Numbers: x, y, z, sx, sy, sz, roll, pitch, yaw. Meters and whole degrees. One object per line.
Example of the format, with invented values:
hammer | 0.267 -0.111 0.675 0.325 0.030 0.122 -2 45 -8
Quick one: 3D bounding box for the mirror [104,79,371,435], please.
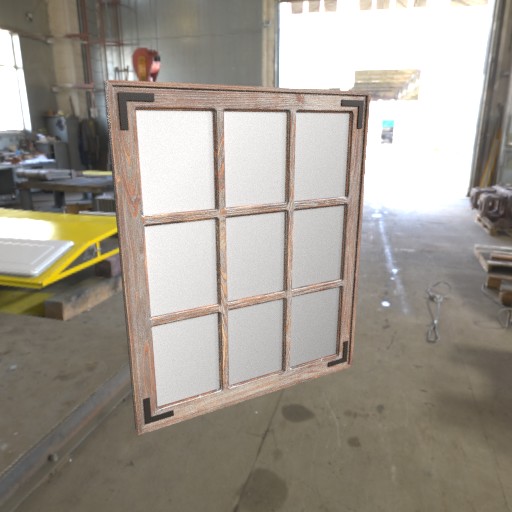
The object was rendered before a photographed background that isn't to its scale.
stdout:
mirror | 0.000 0.000 1.234 0.730 0.882 0.032 -9 19 -27
